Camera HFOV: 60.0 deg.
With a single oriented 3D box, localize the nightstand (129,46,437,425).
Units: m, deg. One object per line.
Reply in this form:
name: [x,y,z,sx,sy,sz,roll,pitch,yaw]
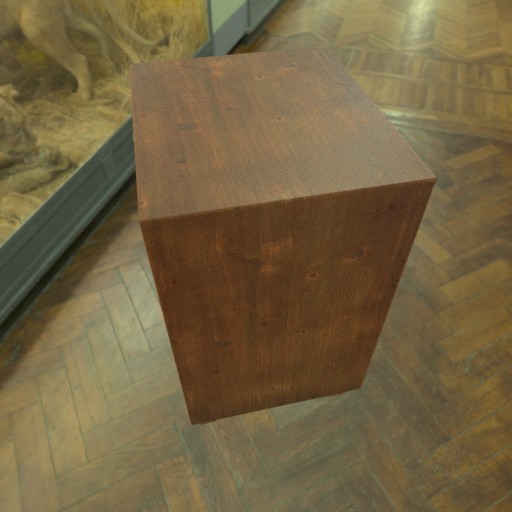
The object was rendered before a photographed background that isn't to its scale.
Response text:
nightstand: [0.000,0.000,0.984,0.410,0.695,0.465,-9,47,-9]
